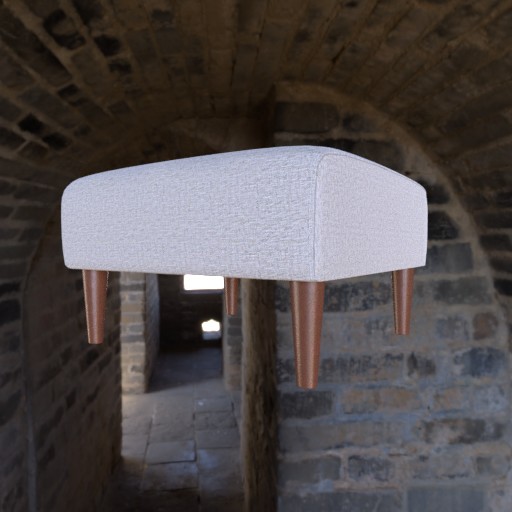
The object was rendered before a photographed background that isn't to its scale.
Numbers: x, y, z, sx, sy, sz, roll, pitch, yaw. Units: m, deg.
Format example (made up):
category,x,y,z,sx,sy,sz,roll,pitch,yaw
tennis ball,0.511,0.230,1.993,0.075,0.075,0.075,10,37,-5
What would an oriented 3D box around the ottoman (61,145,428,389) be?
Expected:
category,x,y,z,sx,sy,sz,roll,pitch,yaw
ottoman,0.000,0.000,1.071,0.655,0.399,0.648,1,2,35
